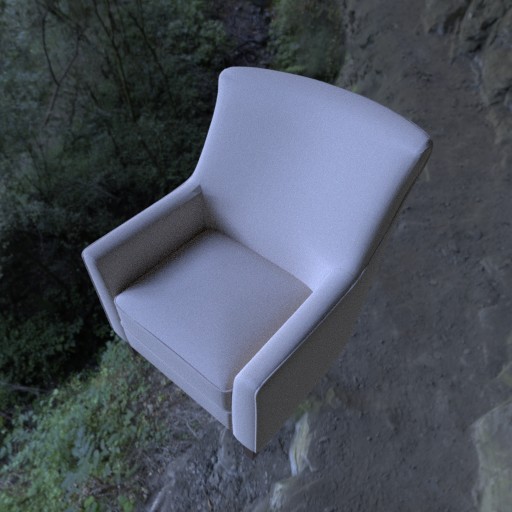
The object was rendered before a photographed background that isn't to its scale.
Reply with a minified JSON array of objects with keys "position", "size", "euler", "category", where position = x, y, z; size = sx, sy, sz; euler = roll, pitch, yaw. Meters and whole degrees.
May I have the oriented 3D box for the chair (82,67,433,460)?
[{"position":[0.000,0.000,1.524],"size":[0.756,0.916,0.879],"euler":[32,54,26],"category":"chair"}]
